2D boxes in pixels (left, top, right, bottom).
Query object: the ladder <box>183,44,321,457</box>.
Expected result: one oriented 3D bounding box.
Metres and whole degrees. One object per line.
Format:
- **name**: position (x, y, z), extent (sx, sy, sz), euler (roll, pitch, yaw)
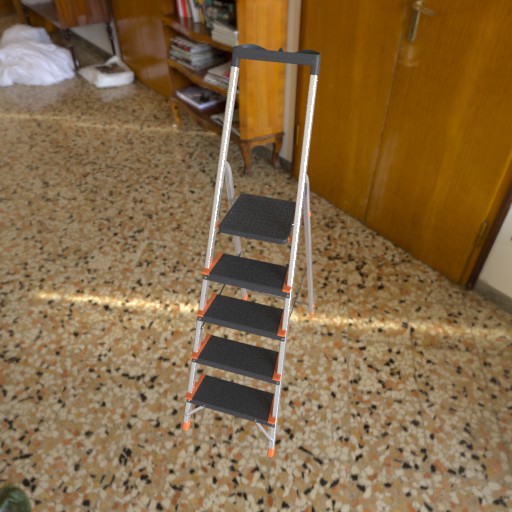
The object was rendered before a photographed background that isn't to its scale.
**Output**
- **ladder**: position (0.000, 0.000, 2.031), extent (0.480, 1.646, 0.995), euler (12, 42, 13)
